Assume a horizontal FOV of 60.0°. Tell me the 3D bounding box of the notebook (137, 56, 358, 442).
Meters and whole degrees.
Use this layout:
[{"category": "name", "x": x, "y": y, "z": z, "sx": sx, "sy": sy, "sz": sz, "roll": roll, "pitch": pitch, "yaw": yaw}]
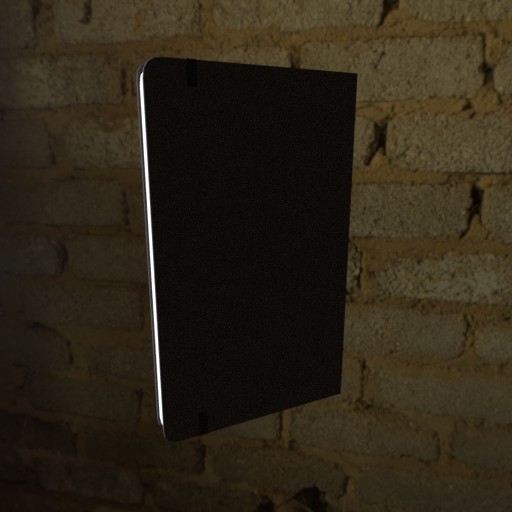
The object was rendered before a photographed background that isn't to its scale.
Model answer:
[{"category": "notebook", "x": 0.000, "y": 0.000, "z": 0.268, "sx": 0.127, "sy": 0.213, "sz": 0.016, "roll": -7, "pitch": 16, "yaw": -25}]
